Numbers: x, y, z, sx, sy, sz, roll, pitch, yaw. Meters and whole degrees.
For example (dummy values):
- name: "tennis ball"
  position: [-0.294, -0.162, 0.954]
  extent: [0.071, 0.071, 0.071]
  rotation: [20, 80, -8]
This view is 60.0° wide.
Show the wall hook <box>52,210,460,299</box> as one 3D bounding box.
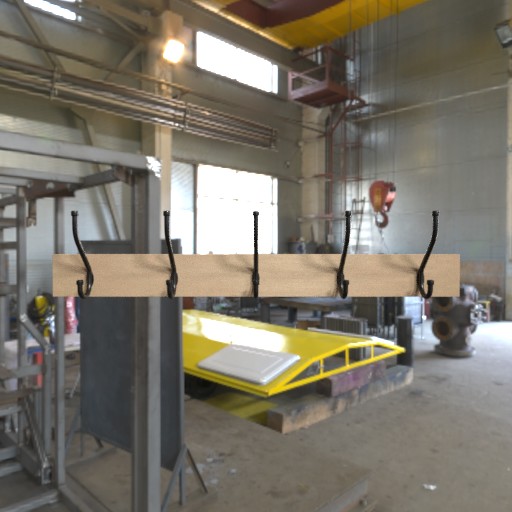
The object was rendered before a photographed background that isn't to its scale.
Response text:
- name: "wall hook"
  position: [0.000, 0.000, 0.601]
  extent: [0.571, 0.117, 0.071]
  rotation: [0, 1, 0]
